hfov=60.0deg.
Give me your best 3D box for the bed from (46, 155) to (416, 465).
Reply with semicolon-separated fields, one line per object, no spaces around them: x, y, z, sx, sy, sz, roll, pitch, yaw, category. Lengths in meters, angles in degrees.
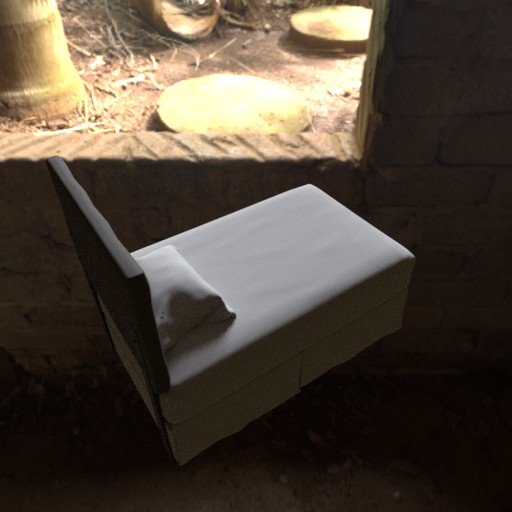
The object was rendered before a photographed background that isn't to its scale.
0.000;0.000;2.949;1.997;1.571;1.261;-25;47;-25;bed
